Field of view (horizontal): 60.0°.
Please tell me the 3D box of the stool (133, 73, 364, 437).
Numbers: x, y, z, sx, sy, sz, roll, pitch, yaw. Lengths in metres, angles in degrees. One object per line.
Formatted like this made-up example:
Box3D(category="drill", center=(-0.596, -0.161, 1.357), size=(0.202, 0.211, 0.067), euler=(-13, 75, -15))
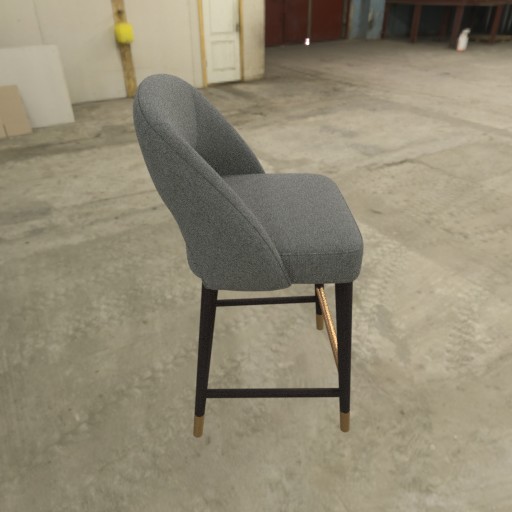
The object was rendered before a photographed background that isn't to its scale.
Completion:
Box3D(category="stool", center=(0.000, 0.000, 1.223), size=(0.524, 0.925, 0.536), euler=(-1, 32, -2))
